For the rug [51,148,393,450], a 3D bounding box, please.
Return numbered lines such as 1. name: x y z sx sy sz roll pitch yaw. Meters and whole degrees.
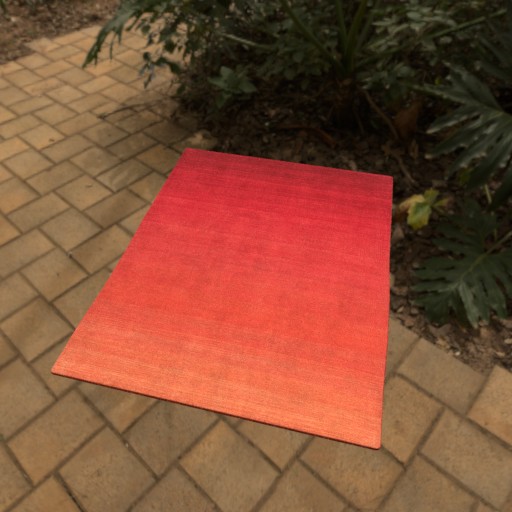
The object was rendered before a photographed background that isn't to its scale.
1. rug: 0.000 0.000 3.934 2.340 0.028 2.905 10 48 9
